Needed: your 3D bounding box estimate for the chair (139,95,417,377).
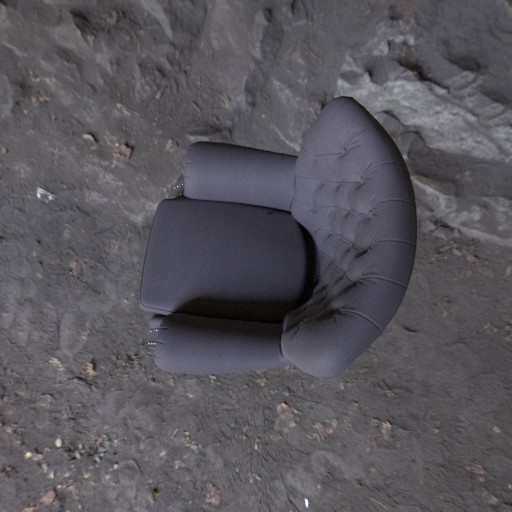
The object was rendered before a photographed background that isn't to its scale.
[{"bbox_3d":[0.000,0.000,1.818,0.983,1.046,0.983,5,74,2],"label":"chair"}]
